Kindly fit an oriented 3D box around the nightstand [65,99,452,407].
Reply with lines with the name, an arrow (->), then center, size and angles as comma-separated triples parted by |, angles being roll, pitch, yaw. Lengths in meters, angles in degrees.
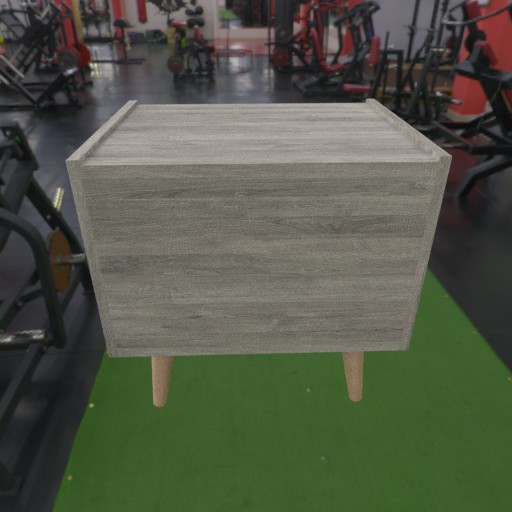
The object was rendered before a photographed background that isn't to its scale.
nightstand -> 0.000, 0.000, 0.839 | 0.480, 0.500, 0.380 | -1, 30, -2
